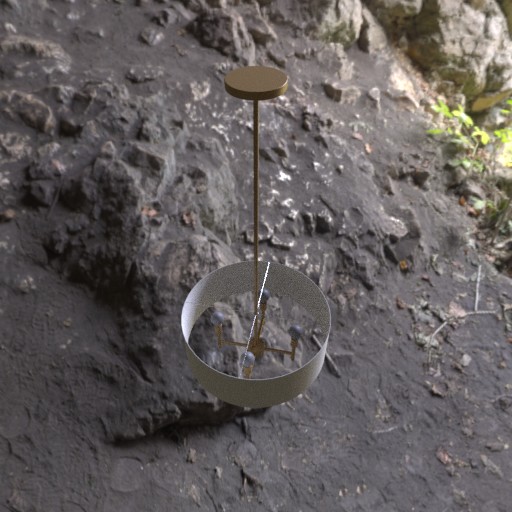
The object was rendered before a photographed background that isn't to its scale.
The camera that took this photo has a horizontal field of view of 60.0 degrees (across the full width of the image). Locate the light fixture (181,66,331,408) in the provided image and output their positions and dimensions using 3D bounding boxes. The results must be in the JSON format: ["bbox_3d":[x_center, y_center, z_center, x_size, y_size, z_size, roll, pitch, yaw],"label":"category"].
[{"bbox_3d":[0.000,0.000,1.322,0.508,1.067,0.508,0,45,0],"label":"light fixture"}]
